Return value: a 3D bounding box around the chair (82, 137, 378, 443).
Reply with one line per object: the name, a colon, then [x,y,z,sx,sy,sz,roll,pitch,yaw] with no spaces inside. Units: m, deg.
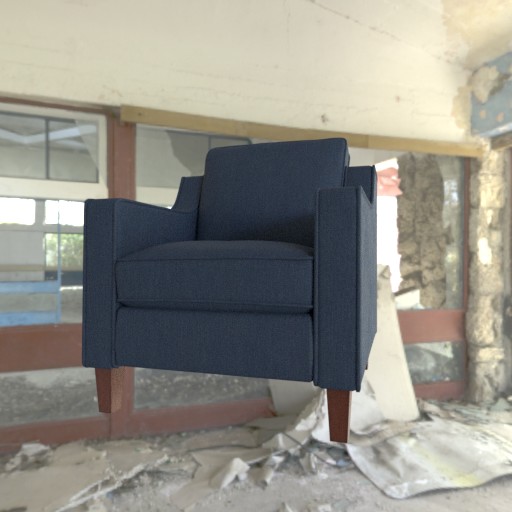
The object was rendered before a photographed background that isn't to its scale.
chair: [0.000,0.000,1.634,0.831,0.960,0.909,0,0,18]
